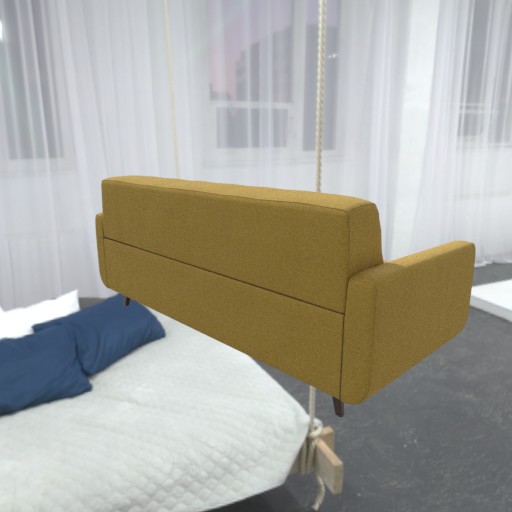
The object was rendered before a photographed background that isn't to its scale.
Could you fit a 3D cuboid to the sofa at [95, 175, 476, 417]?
[{"bbox_3d":[0.000,0.000,2.456,0.909,0.841,2.029,-13,19,-43],"label":"sofa"}]
